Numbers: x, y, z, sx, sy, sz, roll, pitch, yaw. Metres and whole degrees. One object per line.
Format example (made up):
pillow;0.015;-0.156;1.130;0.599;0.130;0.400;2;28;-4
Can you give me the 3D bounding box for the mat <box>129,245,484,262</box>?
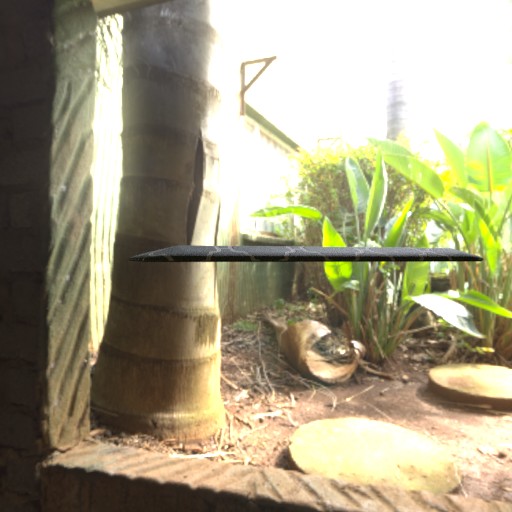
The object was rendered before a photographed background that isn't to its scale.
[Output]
mat;0.000;0.000;0.946;0.508;0.021;0.762;0;0;-17
